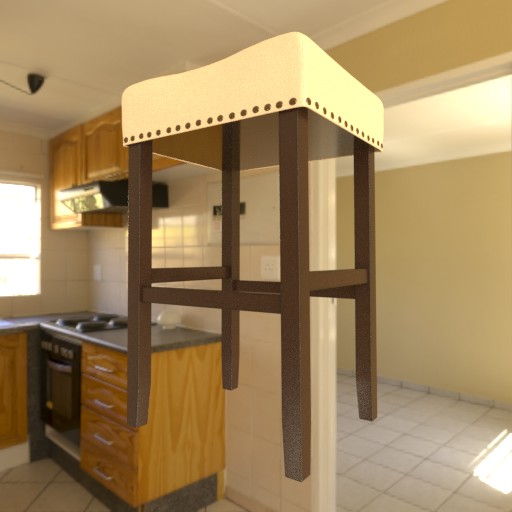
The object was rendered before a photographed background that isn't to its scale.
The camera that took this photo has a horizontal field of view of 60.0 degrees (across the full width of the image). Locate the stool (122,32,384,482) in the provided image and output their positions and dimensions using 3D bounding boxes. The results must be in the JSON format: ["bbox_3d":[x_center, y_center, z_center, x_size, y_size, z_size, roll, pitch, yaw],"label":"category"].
[{"bbox_3d":[0.000,0.000,1.019,0.471,0.762,0.401,0,0,35],"label":"stool"}]
